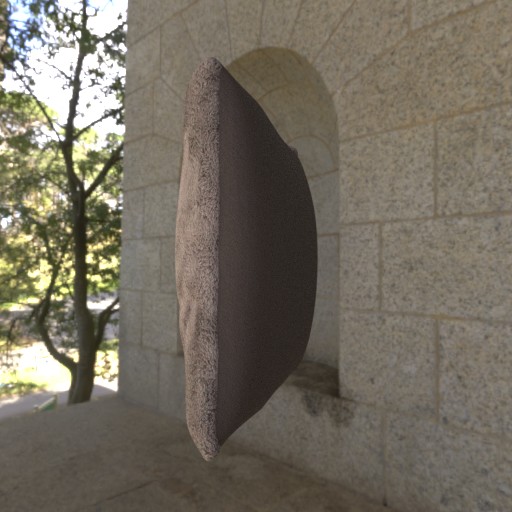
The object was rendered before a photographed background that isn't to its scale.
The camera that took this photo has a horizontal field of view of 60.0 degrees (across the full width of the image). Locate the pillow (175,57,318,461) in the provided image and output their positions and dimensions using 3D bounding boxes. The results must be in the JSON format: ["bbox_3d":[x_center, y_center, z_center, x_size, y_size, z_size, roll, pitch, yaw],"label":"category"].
[{"bbox_3d":[0.000,0.000,0.792,0.204,0.520,0.522,0,-1,16],"label":"pillow"}]
